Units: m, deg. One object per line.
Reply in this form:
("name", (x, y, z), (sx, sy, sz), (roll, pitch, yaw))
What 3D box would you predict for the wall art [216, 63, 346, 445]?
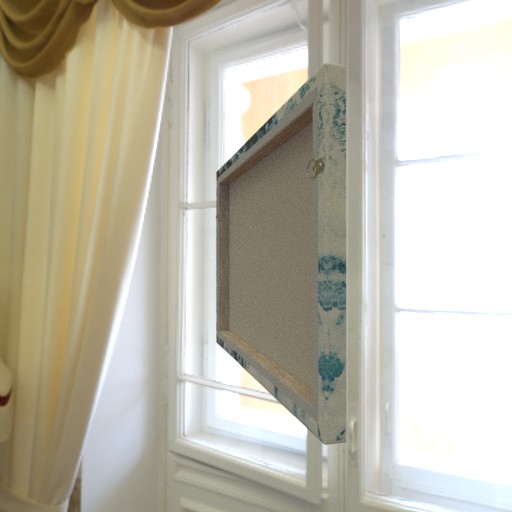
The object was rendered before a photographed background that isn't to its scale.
("wall art", (0.000, 0.000, 1.146), (0.042, 0.610, 0.915), (0, -1, -16))
